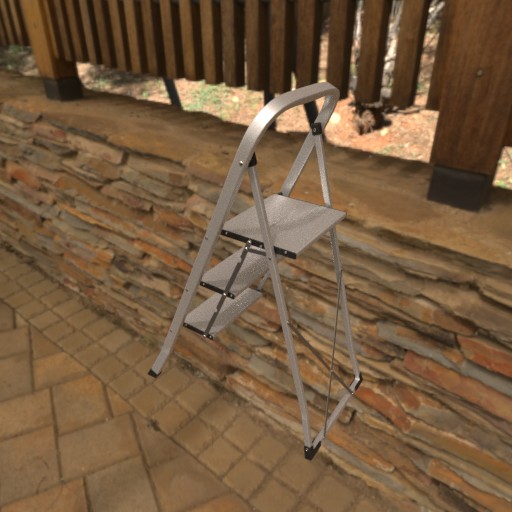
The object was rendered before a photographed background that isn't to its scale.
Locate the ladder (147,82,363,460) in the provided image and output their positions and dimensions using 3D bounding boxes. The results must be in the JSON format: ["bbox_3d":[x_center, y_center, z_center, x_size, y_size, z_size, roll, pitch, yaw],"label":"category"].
[{"bbox_3d":[0.000,0.000,1.440,0.704,1.070,0.465,19,35,29],"label":"ladder"}]
